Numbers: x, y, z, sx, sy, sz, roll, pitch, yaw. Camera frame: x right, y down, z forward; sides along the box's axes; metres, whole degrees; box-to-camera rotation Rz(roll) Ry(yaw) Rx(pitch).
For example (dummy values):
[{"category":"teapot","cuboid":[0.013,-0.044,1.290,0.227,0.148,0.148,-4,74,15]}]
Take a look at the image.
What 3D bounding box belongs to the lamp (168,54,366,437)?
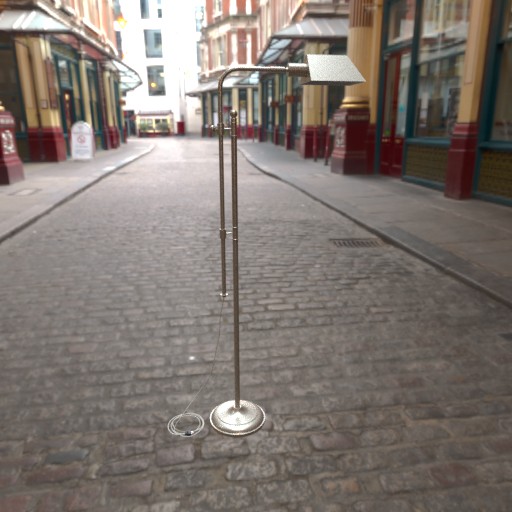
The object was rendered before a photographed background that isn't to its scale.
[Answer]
[{"category":"lamp","cuboid":[0.000,0.000,1.863,0.813,1.571,0.256,-3,16,-9]}]
